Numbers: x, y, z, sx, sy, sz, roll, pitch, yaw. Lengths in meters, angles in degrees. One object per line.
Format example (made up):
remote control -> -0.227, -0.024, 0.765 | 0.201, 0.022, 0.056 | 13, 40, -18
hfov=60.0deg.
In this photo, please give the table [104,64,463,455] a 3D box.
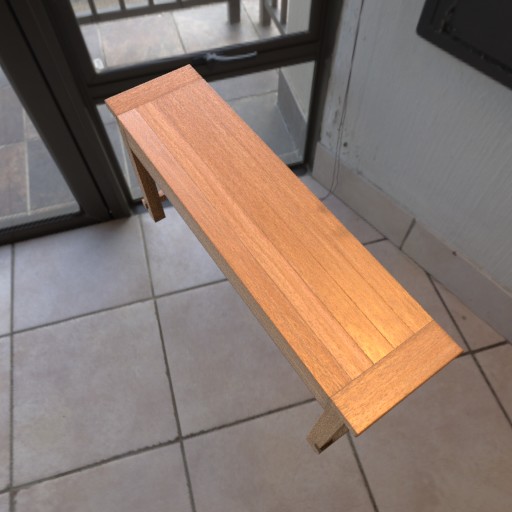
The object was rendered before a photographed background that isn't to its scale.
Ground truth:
table -> 0.000, 0.000, 1.907 | 0.442, 0.762, 1.599 | -31, 64, -17
